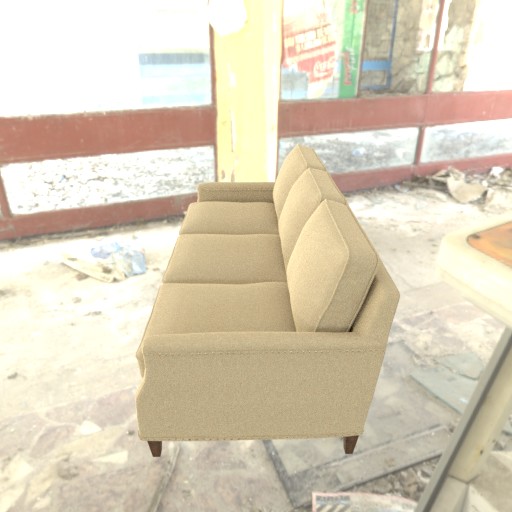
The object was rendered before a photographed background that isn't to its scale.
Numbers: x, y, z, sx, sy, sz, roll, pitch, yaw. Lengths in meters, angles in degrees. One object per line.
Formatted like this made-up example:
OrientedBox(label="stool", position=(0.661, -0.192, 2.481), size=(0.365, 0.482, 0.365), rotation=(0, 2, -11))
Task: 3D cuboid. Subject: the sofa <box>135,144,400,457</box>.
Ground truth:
OrientedBox(label="sofa", position=(0.000, 0.000, 2.787), size=(1.084, 1.003, 2.246), rotation=(0, 26, -1))
